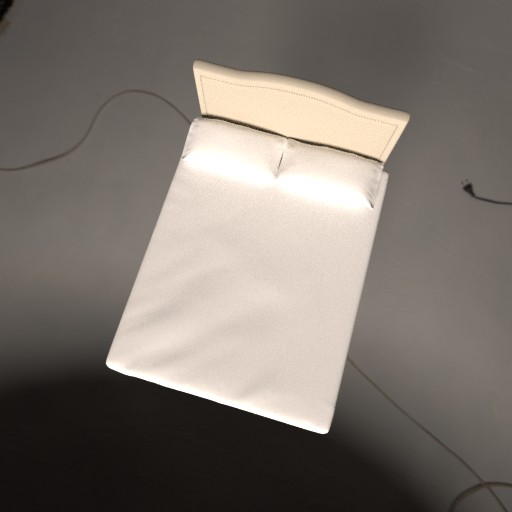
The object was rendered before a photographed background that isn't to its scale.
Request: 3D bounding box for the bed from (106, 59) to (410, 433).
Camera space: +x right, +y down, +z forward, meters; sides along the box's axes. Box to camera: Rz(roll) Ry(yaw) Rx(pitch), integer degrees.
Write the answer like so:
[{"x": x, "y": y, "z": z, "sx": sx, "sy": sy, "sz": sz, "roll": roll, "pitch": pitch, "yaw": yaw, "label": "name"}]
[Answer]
[{"x": 0.000, "y": 0.000, "z": 3.681, "sx": 1.977, "sy": 1.437, "sz": 2.477, "roll": 16, "pitch": 76, "yaw": 4, "label": "bed"}]
